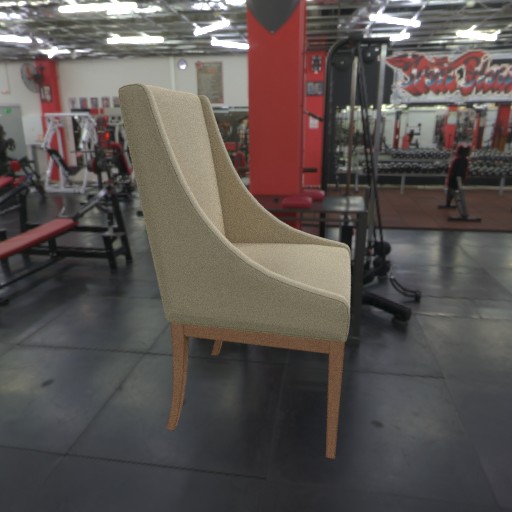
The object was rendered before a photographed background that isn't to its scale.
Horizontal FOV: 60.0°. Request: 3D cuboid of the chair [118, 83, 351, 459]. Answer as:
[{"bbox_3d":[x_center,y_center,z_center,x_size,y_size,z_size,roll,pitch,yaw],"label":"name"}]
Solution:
[{"bbox_3d":[0.000,0.000,1.438,0.611,1.021,0.575,3,17,11],"label":"chair"}]
